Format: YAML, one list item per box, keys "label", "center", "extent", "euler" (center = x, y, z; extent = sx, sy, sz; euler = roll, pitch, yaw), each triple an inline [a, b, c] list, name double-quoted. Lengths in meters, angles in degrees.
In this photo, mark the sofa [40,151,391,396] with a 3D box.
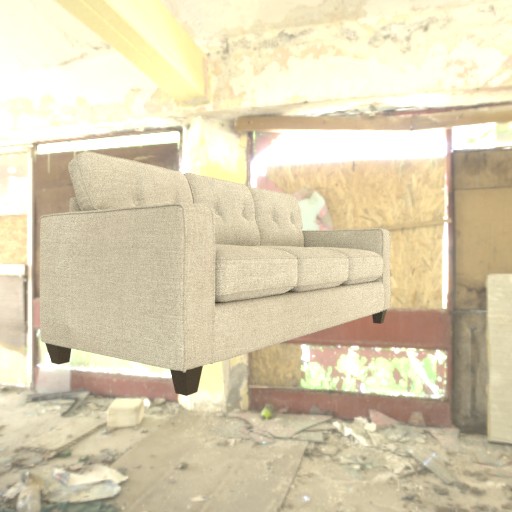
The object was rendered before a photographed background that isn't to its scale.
- label: "sofa"
  center: [0.000, 0.000, 2.597]
  extent: [0.939, 0.965, 2.133]
  euler: [0, 0, 35]
